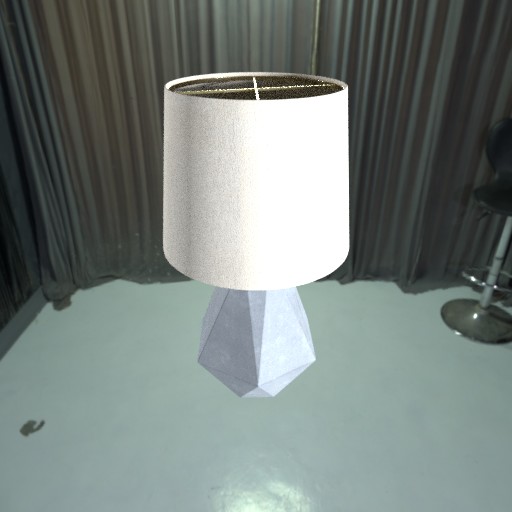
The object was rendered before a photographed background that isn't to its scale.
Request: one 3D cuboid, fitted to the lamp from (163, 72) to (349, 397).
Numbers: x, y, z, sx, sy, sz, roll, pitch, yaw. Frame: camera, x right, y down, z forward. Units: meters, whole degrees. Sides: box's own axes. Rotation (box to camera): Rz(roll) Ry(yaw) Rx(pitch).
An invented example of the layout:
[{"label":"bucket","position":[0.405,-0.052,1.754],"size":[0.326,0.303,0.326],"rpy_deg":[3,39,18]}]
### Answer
[{"label":"lamp","position":[0.000,0.000,0.684],"size":[0.276,0.501,0.276],"rpy_deg":[0,29,0]}]
